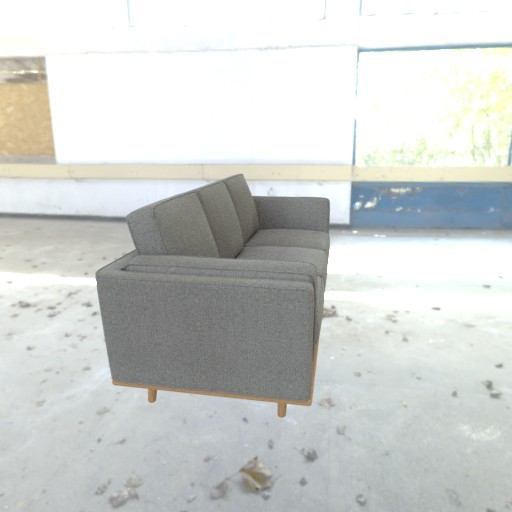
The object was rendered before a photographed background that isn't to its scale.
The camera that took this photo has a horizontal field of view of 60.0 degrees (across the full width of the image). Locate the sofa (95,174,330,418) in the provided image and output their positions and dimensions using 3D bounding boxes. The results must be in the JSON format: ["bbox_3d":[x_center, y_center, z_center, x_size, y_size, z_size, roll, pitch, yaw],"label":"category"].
[{"bbox_3d":[0.000,0.000,2.821,0.903,0.899,2.362,3,15,10],"label":"sofa"}]
